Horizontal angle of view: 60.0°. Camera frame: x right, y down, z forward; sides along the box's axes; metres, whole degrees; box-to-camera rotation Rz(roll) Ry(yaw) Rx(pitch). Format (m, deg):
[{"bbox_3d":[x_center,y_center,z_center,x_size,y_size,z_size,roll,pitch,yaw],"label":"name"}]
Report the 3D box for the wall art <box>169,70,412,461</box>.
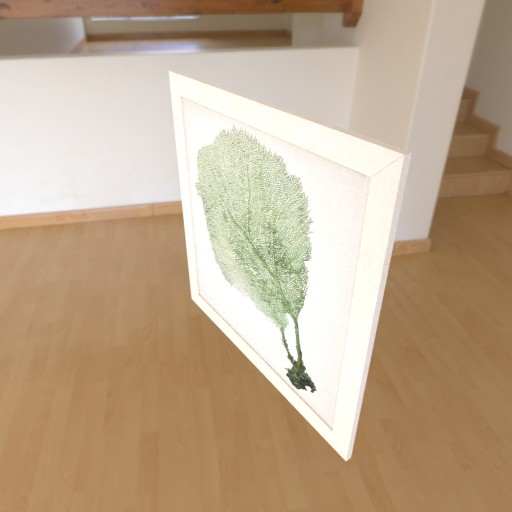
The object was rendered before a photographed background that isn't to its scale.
[{"bbox_3d":[0.000,0.000,0.857,0.013,0.584,0.584,-21,39,-29],"label":"wall art"}]
